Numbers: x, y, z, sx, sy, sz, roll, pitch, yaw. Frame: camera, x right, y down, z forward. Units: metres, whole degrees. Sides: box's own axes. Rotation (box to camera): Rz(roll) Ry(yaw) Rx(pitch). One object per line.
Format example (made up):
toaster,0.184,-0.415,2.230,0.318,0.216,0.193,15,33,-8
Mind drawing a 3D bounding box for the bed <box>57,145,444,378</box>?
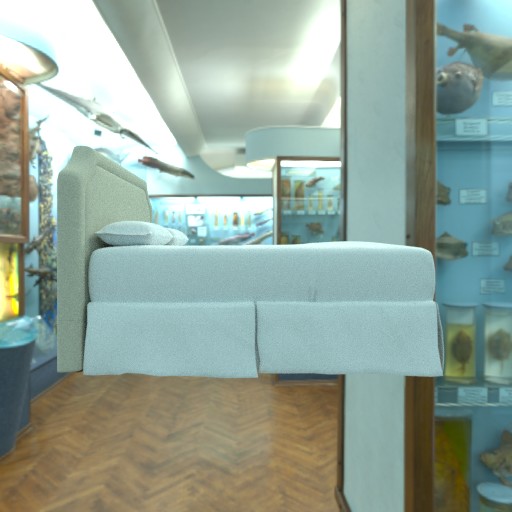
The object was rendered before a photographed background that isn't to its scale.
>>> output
bed,0.000,0.000,3.171,2.116,1.290,1.693,0,1,0
